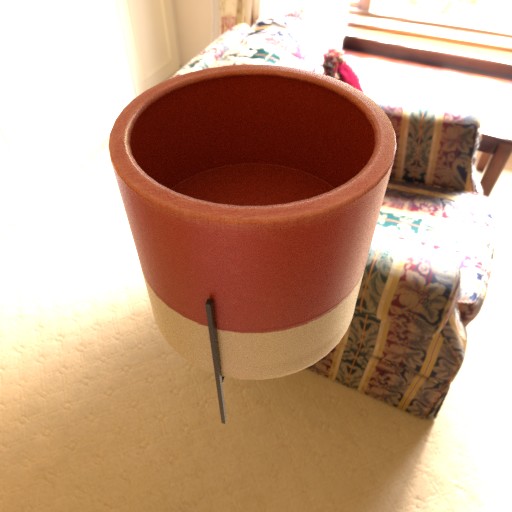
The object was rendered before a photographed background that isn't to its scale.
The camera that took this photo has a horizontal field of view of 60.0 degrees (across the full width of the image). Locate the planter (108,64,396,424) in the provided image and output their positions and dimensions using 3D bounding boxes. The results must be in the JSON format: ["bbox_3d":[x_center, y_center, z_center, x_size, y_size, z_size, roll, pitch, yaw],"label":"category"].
[{"bbox_3d":[0.000,0.000,0.705,0.354,0.465,0.345,-10,48,-9],"label":"planter"}]
